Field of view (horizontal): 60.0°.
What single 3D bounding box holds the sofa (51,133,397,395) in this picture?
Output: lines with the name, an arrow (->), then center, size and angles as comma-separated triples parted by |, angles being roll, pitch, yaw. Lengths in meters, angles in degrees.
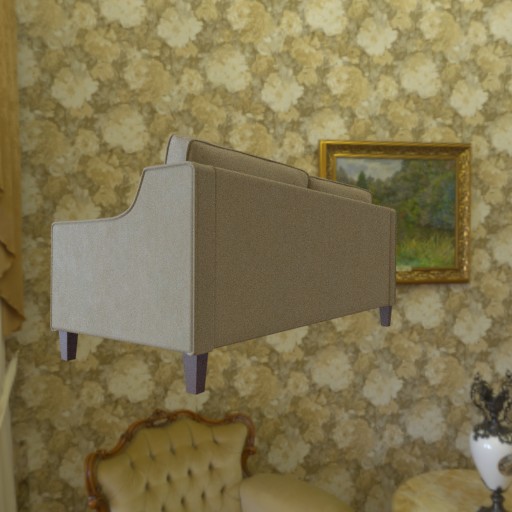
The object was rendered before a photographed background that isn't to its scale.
sofa -> 0.000, 0.000, 2.845 | 1.066, 1.071, 2.178 | 0, 0, 37
